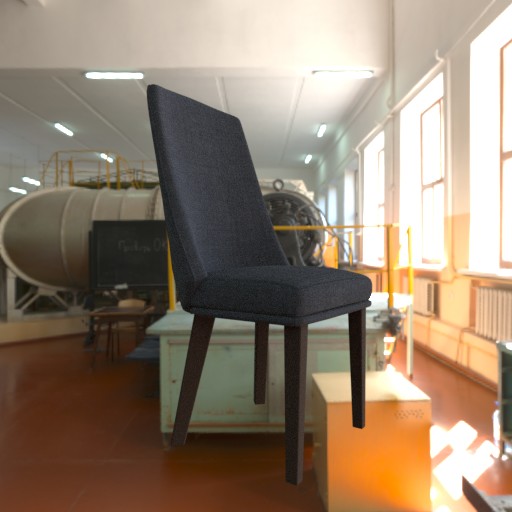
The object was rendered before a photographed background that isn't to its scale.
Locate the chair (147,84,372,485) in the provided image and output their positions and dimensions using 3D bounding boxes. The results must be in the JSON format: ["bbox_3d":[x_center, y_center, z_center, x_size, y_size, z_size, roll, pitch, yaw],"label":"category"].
[{"bbox_3d":[0.000,0.000,1.331,0.577,1.050,0.510,0,1,35],"label":"chair"}]
